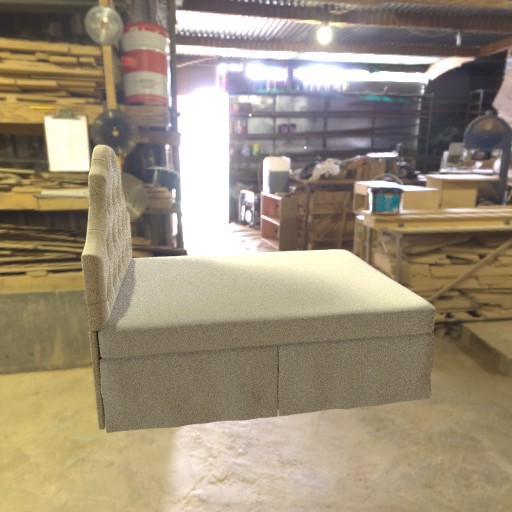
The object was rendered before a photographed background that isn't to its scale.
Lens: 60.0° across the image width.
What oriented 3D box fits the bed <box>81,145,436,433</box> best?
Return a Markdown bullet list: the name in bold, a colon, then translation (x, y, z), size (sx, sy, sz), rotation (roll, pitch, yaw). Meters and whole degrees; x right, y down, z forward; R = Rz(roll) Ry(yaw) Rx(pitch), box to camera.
- **bed**: translation (0.000, 0.000, 3.233), size (2.092, 1.575, 1.627), rotation (-3, 15, -10)
